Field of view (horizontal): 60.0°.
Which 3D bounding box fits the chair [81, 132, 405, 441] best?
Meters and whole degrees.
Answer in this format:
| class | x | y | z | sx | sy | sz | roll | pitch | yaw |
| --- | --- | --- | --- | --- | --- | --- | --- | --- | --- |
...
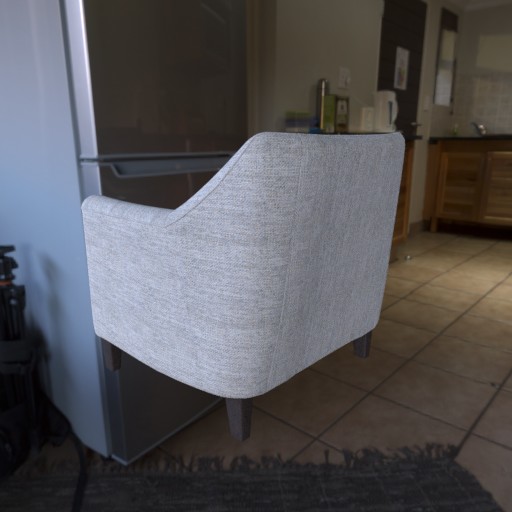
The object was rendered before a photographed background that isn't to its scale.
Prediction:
| class | x | y | z | sx | sy | sz | roll | pitch | yaw |
| --- | --- | --- | --- | --- | --- | --- | --- | --- | --- |
| chair | 0.000 | 0.000 | 1.414 | 0.758 | 0.761 | 0.796 | 15 | 21 | 42 |
